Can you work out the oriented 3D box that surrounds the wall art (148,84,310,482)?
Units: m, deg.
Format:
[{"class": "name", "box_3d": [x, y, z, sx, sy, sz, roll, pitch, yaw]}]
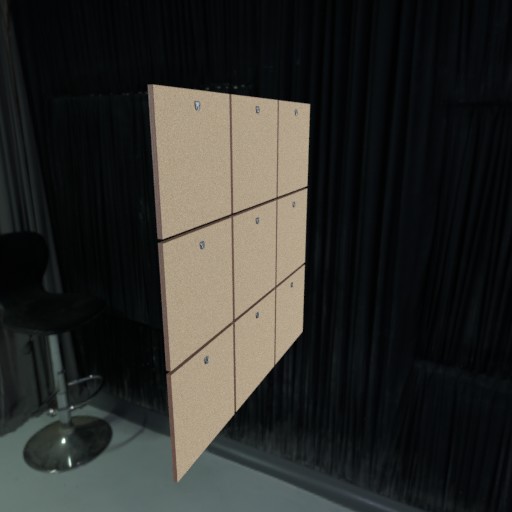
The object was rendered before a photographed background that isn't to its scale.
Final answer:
[{"class": "wall art", "box_3d": [0.000, 0.000, 1.341, 0.018, 0.904, 0.906, 8, 18, 24]}]
